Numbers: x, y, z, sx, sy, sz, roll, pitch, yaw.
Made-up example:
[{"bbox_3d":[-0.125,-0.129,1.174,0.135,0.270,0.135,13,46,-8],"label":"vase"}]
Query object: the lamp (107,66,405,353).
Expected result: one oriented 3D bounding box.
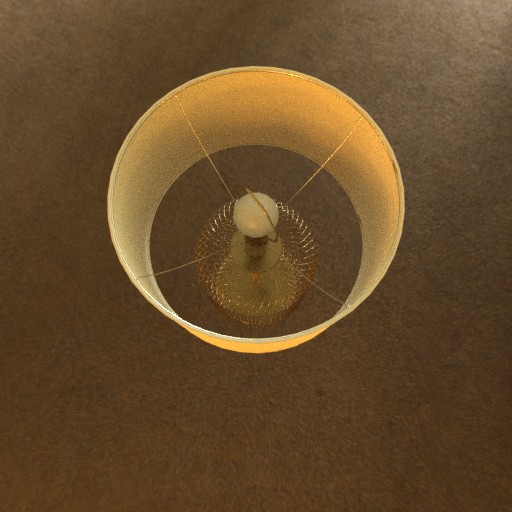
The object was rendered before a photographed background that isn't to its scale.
[{"bbox_3d":[0.000,0.000,0.805,0.353,0.578,0.353,0,75,0],"label":"lamp"}]
